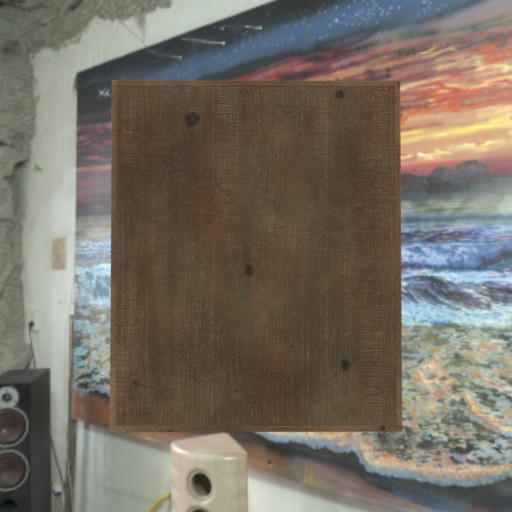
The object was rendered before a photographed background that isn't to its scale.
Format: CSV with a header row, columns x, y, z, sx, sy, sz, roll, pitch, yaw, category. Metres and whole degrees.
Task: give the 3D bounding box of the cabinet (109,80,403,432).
x,y,z,sx,sy,sz,roll,pitch,yaw,category
0.000,0.000,0.836,0.489,0.590,0.184,0,-1,0,cabinet
